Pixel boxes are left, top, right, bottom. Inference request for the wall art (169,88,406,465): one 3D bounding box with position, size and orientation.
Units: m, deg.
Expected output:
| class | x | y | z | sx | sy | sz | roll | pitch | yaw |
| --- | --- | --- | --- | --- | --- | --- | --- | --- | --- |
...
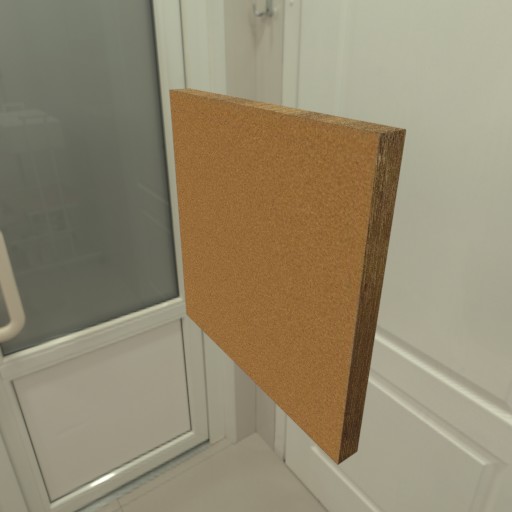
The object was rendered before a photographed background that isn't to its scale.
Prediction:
| class | x | y | z | sx | sy | sz | roll | pitch | yaw |
| --- | --- | --- | --- | --- | --- | --- | --- | --- | --- |
| wall art | 0.000 | 0.000 | 0.616 | 0.039 | 0.403 | 0.406 | -18 | 31 | -31 |
